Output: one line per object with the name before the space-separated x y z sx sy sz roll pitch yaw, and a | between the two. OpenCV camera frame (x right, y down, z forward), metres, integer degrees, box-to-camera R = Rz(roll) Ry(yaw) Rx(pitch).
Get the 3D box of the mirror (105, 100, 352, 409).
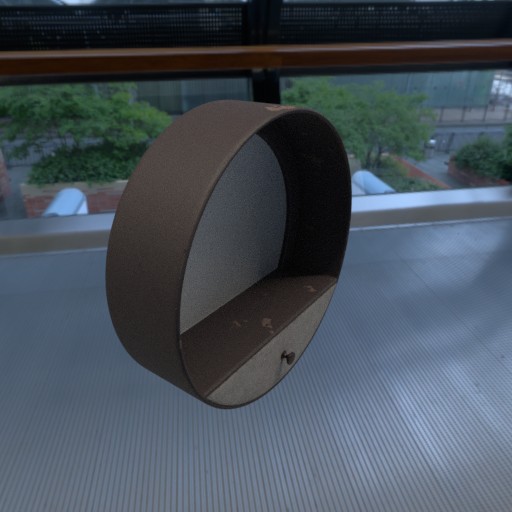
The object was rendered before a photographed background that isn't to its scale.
mirror | 0.000 0.000 0.591 0.126 0.386 0.386 18 32 32
